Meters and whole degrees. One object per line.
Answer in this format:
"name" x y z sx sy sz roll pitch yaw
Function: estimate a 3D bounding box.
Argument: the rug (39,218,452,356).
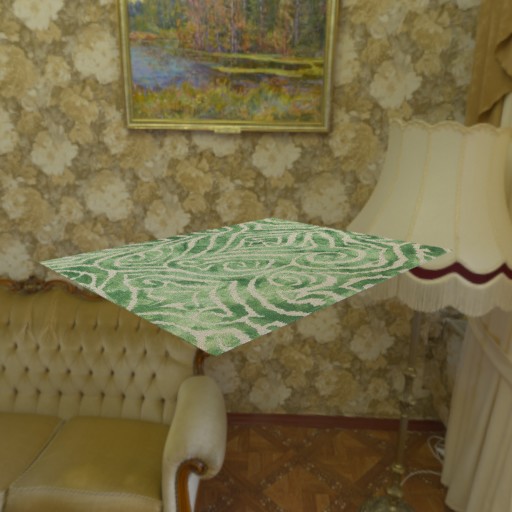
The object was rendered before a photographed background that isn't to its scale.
"rug" 0.000 0.000 4.155 2.436 0.007 3.045 15 21 43
